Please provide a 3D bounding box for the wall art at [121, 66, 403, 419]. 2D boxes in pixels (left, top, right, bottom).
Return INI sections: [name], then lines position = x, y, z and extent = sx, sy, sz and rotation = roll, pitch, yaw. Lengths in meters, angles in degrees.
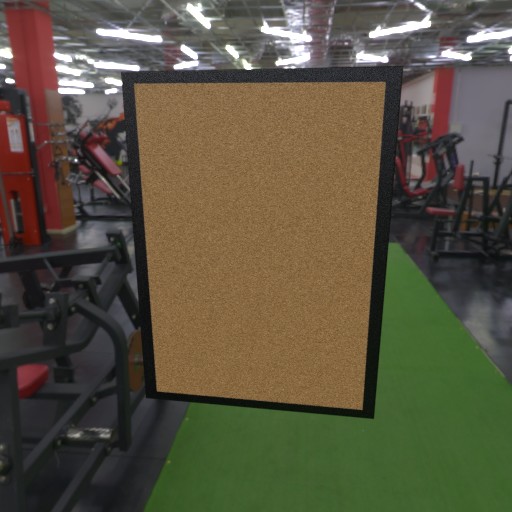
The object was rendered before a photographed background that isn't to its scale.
[wall art]
position = 0.000, 0.000, 1.236
extent = 0.707, 0.967, 0.013
rotation = 2, 16, 8
